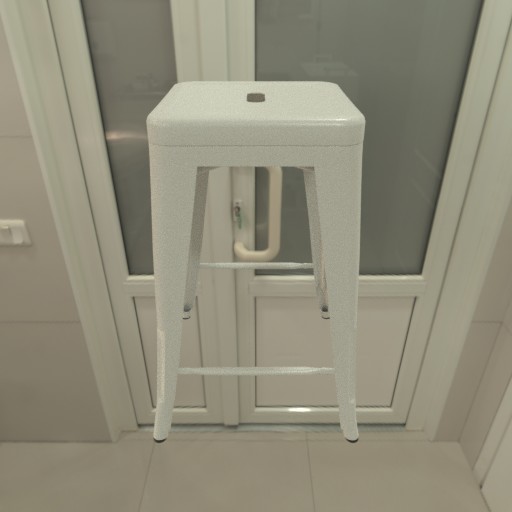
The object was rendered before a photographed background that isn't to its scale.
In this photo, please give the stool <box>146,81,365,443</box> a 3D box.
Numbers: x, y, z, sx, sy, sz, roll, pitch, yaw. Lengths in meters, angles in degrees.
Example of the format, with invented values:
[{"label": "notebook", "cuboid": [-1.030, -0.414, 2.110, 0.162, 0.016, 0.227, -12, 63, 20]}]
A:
[{"label": "stool", "cuboid": [0.000, 0.000, 0.883, 0.406, 0.610, 0.406, 0, 31, 0]}]
